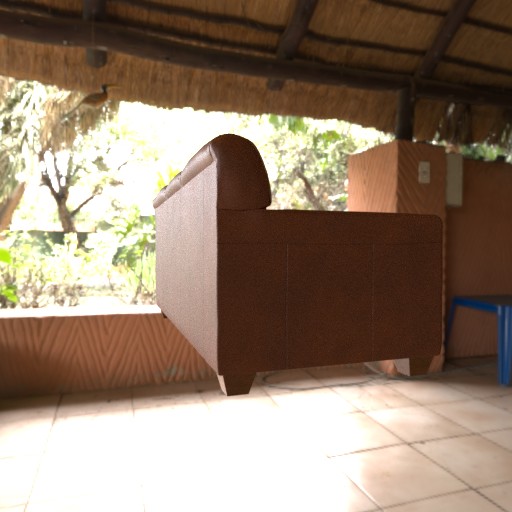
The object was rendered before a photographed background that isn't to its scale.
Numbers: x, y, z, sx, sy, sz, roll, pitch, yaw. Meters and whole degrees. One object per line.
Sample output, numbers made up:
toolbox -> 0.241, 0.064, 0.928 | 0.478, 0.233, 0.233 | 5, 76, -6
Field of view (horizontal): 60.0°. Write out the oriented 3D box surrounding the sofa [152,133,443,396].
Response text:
sofa -> 0.000, 0.000, 2.596 | 1.008, 0.953, 2.039 | 0, 1, -19
